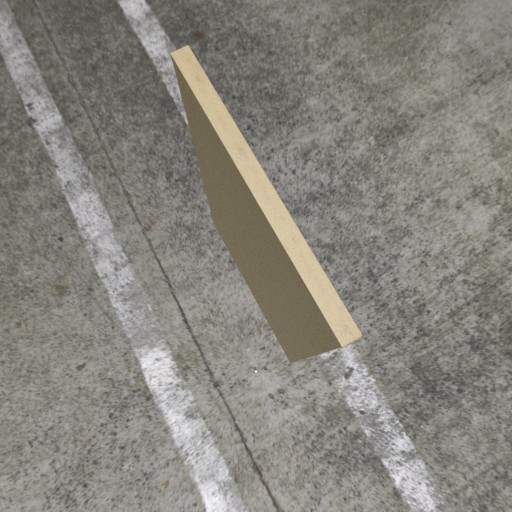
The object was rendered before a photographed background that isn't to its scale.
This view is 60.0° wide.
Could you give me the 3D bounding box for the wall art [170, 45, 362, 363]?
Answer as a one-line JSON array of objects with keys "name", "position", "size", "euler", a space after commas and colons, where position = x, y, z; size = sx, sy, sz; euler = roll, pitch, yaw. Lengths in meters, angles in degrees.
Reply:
[{"name": "wall art", "position": [0.000, 0.000, 1.020], "size": [0.039, 0.810, 0.510], "euler": [-28, 77, -7]}]
